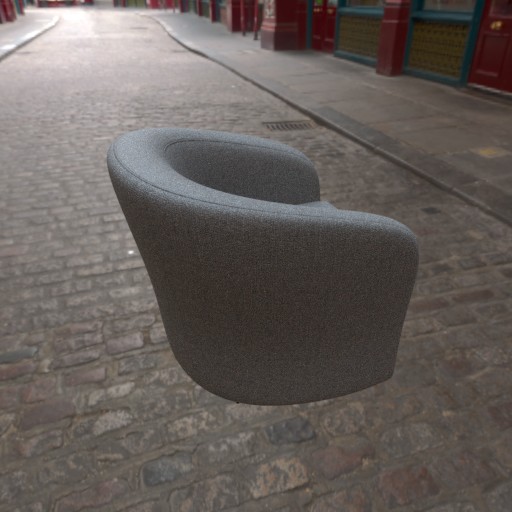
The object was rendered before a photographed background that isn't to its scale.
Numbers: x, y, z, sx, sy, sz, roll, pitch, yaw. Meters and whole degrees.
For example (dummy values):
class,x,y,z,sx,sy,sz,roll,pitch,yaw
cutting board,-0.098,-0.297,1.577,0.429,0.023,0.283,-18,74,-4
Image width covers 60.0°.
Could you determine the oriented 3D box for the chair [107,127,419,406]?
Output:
class,x,y,z,sx,sy,sz,roll,pitch,yaw
chair,0.000,0.000,1.438,0.815,0.771,0.791,-10,32,-16
